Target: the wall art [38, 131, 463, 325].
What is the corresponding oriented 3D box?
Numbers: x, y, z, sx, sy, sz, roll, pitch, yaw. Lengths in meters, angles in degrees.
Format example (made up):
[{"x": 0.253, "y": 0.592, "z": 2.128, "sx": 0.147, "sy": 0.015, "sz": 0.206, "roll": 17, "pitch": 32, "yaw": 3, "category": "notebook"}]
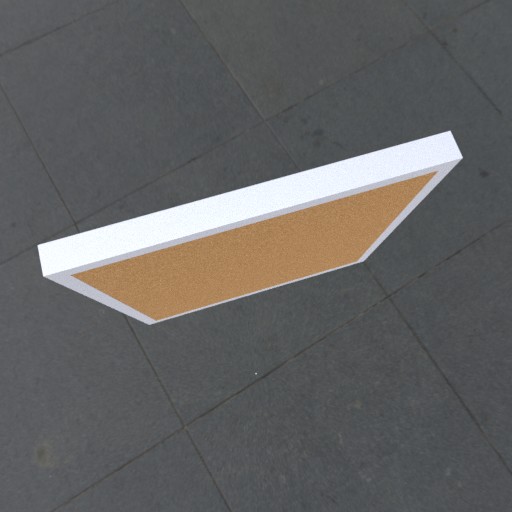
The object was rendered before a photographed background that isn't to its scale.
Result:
[{"x": 0.000, "y": 0.000, "z": 0.764, "sx": 0.507, "sy": 0.508, "sz": 0.038, "roll": -16, "pitch": 76, "yaw": -4, "category": "wall art"}]
